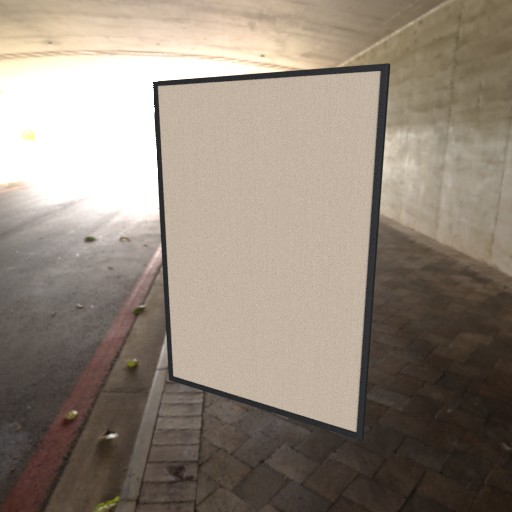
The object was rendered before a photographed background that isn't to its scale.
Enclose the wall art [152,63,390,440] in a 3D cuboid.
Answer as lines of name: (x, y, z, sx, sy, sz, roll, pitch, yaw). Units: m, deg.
wall art: (0.000, 0.000, 0.857, 0.457, 0.657, 0.013, 8, 17, 27)
